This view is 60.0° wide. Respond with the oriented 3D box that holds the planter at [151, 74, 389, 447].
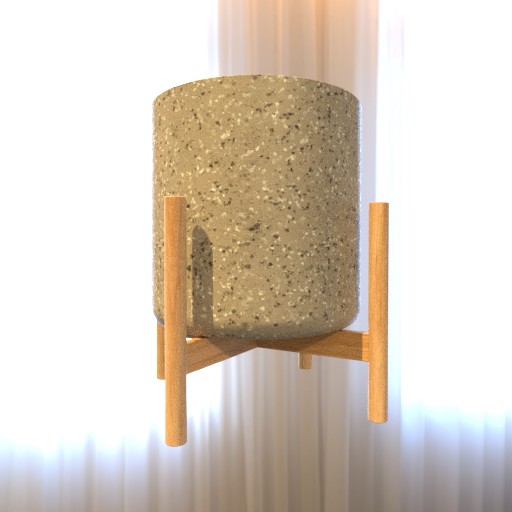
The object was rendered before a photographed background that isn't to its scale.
[{"bbox_3d":[0.000,0.000,0.659,0.360,0.419,0.360,-1,1,-37],"label":"planter"}]
